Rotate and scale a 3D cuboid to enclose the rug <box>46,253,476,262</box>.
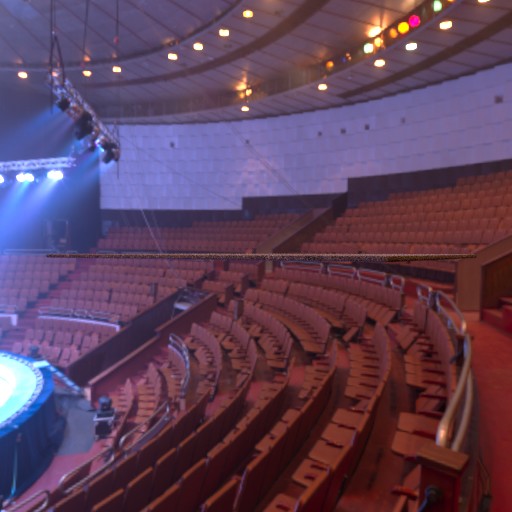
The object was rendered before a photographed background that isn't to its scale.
[{"bbox_3d":[0.000,0.000,3.331,2.699,0.026,1.802,0,1,36],"label":"rug"}]
